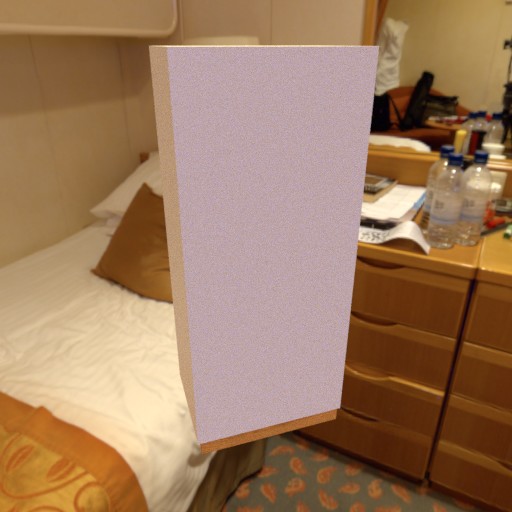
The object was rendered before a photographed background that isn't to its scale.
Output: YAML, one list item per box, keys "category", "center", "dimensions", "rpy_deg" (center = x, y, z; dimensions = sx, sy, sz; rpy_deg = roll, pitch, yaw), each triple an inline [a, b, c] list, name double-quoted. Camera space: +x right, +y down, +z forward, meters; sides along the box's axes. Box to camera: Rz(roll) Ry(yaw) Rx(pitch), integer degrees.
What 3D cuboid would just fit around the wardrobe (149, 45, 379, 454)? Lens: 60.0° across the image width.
- category: "wardrobe"
  center: [0.000, 0.000, 2.382]
  dimensions: [0.860, 2.040, 0.600]
  rpy_deg: [-8, 27, -16]
